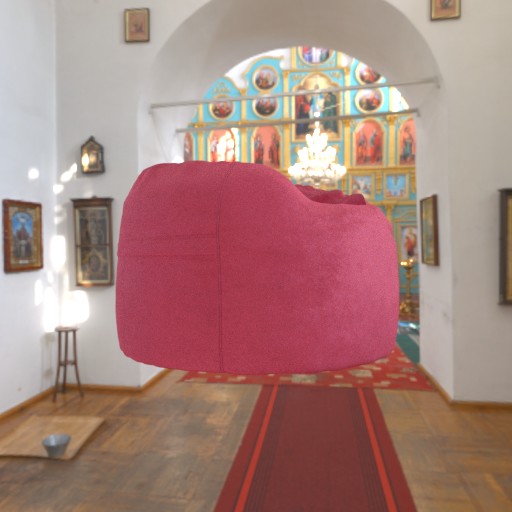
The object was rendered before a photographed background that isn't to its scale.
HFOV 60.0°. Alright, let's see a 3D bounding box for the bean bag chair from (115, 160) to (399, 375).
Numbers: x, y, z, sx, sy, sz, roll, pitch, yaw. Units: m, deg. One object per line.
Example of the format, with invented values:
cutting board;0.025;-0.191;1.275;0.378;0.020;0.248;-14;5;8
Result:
bean bag chair;0.000;0.000;1.996;1.218;0.788;1.218;0;0;0
